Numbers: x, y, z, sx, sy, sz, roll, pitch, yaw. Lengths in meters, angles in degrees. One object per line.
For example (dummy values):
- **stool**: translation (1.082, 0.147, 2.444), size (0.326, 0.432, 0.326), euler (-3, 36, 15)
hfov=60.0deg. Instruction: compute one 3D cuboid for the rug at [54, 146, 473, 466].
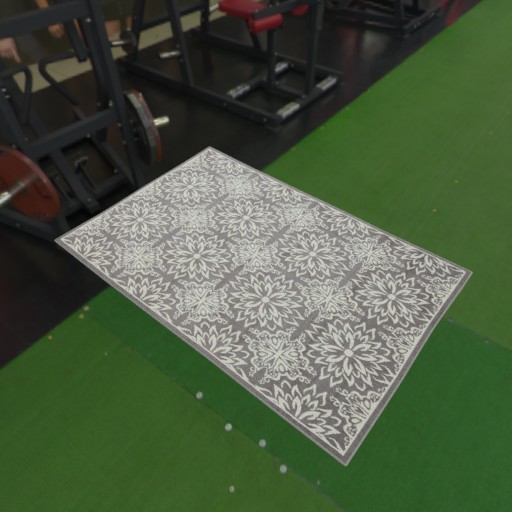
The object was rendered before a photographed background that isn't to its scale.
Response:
- **rug**: translation (0.000, 0.000, 2.331), size (1.847, 0.012, 1.224), euler (31, 53, 26)
